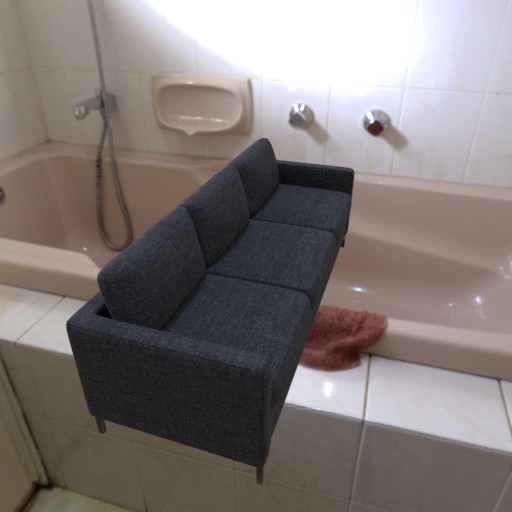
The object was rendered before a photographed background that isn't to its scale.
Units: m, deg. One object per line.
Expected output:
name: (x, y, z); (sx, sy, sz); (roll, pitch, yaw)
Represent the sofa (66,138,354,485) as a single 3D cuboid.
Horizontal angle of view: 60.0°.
sofa: (0.000, 0.000, 2.635); (0.859, 0.874, 2.218); (10, 32, 16)
